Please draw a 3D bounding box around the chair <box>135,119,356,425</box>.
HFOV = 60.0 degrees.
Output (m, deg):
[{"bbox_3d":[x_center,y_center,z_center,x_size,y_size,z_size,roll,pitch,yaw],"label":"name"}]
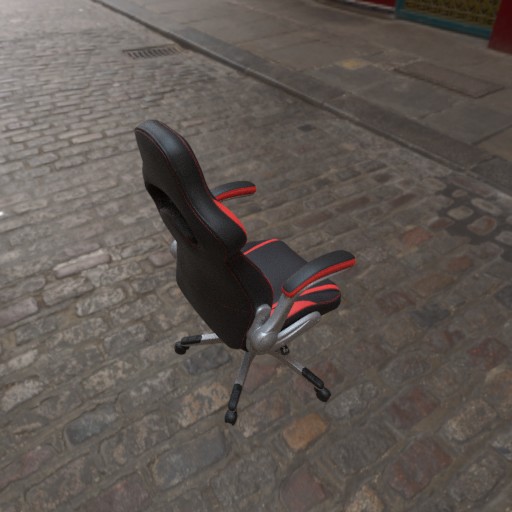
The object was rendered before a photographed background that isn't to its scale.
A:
[{"bbox_3d":[0.000,0.000,1.668,0.712,1.165,0.758,-24,44,-27],"label":"chair"}]
